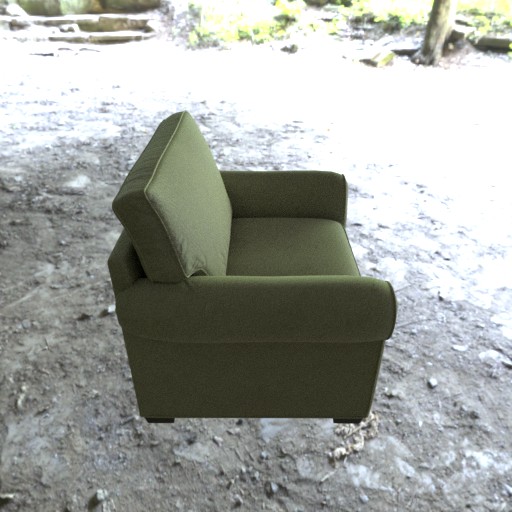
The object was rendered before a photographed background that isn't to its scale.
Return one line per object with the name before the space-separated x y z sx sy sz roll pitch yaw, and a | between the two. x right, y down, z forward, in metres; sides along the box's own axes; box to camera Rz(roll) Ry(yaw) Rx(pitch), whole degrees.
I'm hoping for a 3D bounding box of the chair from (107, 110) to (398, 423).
chair | 0.000 0.000 1.935 0.939 1.044 1.147 0 33 0
